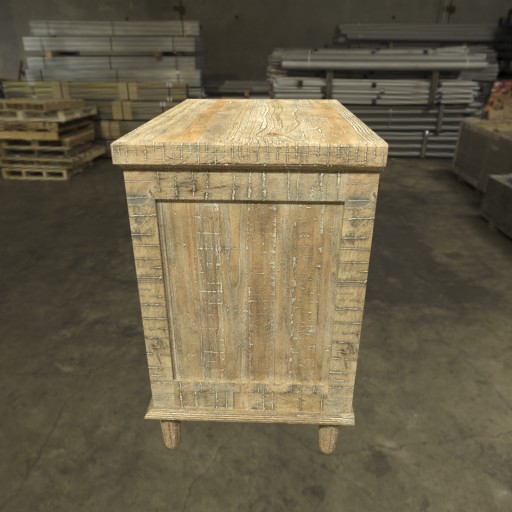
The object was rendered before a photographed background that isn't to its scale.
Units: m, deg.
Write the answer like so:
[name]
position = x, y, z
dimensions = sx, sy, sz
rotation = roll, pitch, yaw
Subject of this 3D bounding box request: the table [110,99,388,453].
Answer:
[table]
position = 0.000, 0.000, 1.162
dimensions = 0.457, 0.711, 0.686
rotation = 1, 25, 2
